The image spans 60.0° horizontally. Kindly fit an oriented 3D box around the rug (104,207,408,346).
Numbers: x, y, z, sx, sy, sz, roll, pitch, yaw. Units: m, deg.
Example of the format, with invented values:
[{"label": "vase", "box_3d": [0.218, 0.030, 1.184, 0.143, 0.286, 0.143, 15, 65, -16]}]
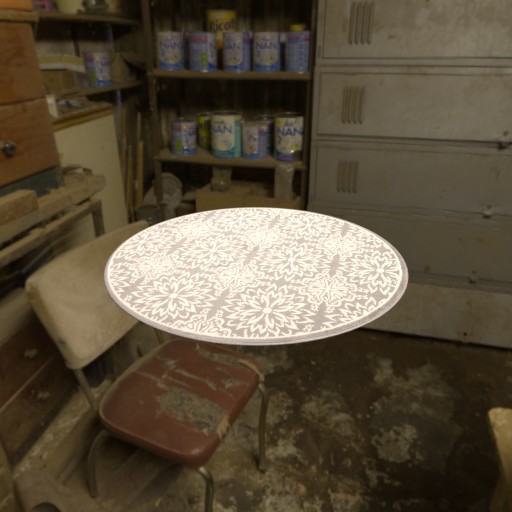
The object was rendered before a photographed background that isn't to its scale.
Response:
[{"label": "rug", "box_3d": [0.000, 0.000, 2.427, 1.593, 0.012, 1.593, 0, 26, 0]}]
